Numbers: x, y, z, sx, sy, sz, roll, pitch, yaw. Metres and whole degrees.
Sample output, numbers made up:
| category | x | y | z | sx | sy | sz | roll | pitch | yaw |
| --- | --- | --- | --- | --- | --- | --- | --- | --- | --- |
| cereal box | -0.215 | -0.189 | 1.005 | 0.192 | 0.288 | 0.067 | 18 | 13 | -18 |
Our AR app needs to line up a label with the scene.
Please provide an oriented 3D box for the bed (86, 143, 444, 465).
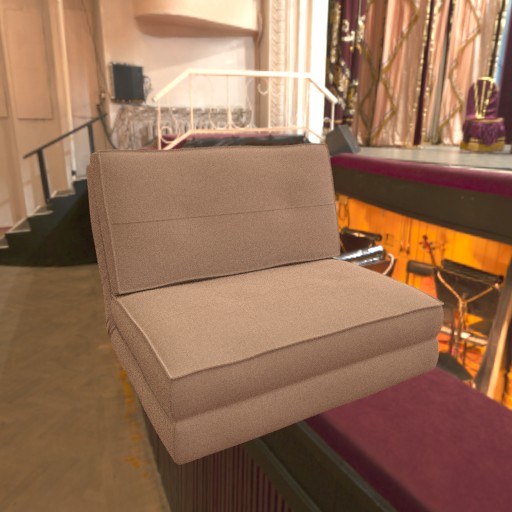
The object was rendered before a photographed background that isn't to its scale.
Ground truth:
| category | x | y | z | sx | sy | sz | roll | pitch | yaw |
| --- | --- | --- | --- | --- | --- | --- | --- | --- | --- |
| bed | 0.000 | 0.000 | 1.288 | 0.799 | 0.614 | 0.749 | -9 | 19 | -28 |
